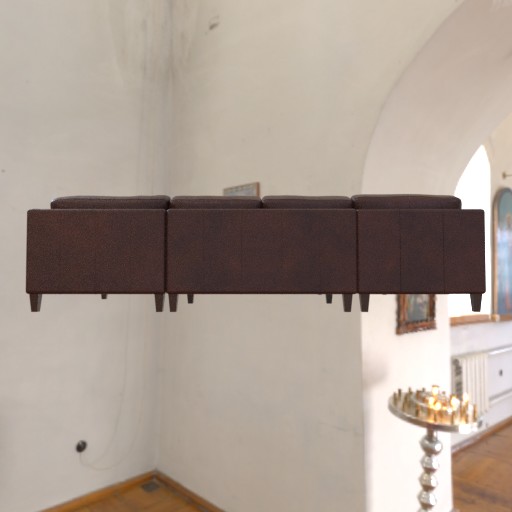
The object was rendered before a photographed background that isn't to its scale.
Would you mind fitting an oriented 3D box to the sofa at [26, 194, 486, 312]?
[{"bbox_3d":[0.000,0.000,4.409,3.324,0.891,2.452,0,-2,0],"label":"sofa"}]
